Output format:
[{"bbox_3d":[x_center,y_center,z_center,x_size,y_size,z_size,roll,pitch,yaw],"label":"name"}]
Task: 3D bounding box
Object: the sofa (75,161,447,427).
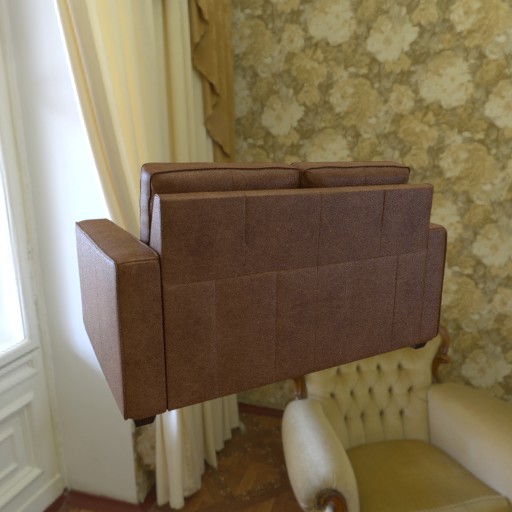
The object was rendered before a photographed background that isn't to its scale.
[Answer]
[{"bbox_3d":[0.000,0.000,2.136,1.532,0.896,1.020,-7,14,-27],"label":"sofa"}]
